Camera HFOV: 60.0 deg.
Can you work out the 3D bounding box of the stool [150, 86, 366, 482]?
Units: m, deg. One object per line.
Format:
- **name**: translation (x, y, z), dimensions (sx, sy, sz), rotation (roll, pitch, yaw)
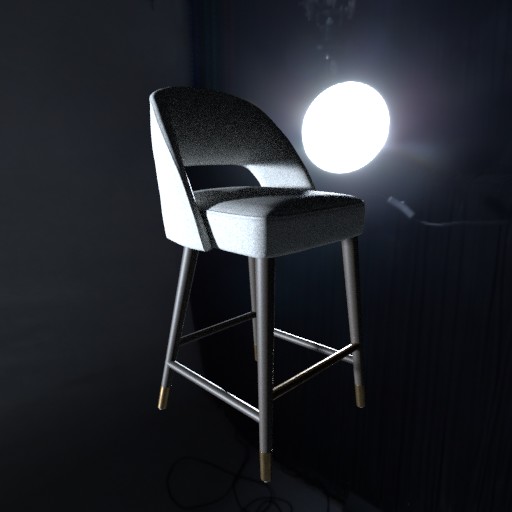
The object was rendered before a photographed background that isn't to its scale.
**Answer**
- **stool**: translation (0.000, 0.000, 1.257), dimensions (0.509, 0.940, 0.494), rotation (13, 19, 42)
